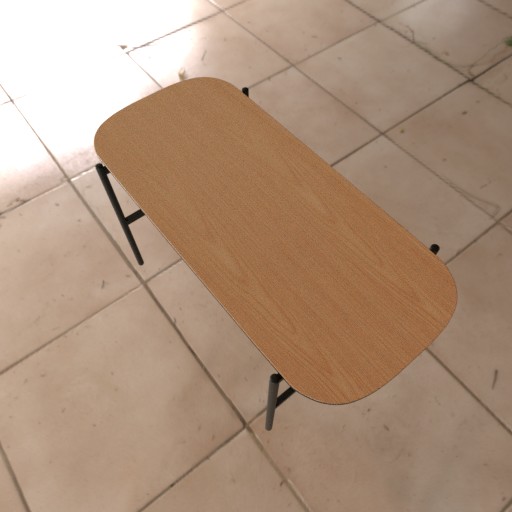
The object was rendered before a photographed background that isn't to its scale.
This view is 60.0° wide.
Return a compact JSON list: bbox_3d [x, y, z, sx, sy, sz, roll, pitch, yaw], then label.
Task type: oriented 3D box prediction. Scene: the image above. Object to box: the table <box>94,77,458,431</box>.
[{"bbox_3d":[0.000,0.000,1.033,0.400,0.400,0.800,-34,65,-19],"label":"table"}]
